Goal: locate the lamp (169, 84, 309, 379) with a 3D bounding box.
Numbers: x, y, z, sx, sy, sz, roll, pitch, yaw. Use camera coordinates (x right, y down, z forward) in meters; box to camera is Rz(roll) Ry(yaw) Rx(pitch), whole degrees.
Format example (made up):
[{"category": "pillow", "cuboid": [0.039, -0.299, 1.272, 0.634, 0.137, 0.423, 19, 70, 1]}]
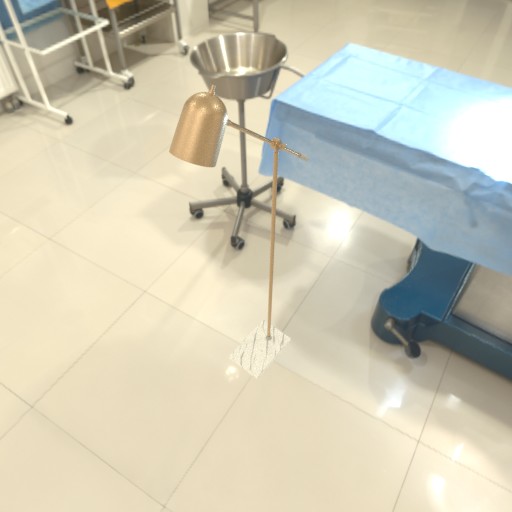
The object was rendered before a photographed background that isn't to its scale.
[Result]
[{"category": "lamp", "cuboid": [0.000, 0.000, 1.799, 0.194, 1.594, 0.653, 31, 55, 25]}]
